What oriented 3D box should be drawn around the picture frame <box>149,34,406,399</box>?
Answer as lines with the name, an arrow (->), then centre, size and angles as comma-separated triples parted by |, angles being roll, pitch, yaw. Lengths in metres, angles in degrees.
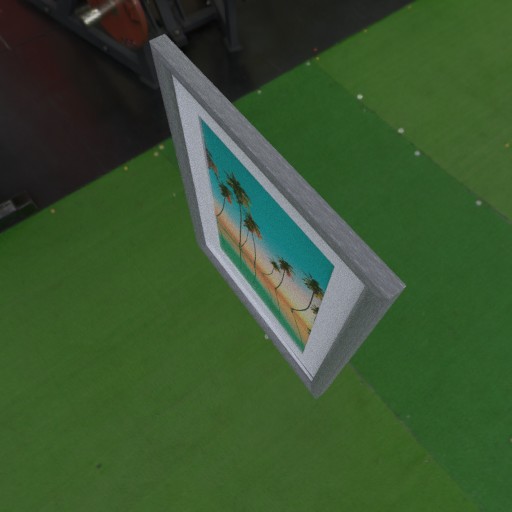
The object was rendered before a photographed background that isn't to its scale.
picture frame -> 0.000, 0.000, 0.756 | 0.029, 0.559, 0.454 | -33, 68, -16
